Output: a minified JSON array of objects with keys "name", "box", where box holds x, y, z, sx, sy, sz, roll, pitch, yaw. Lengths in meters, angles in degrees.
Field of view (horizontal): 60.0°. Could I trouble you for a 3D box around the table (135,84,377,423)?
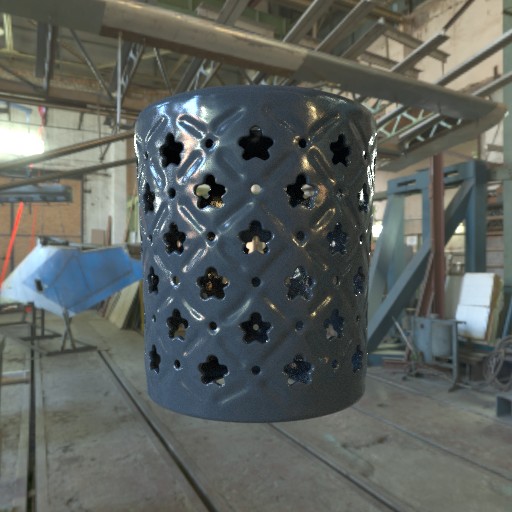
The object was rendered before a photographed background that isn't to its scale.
[{"name":"table","box":[0.000,0.000,0.660,0.352,0.387,0.352,0,0,0]}]
